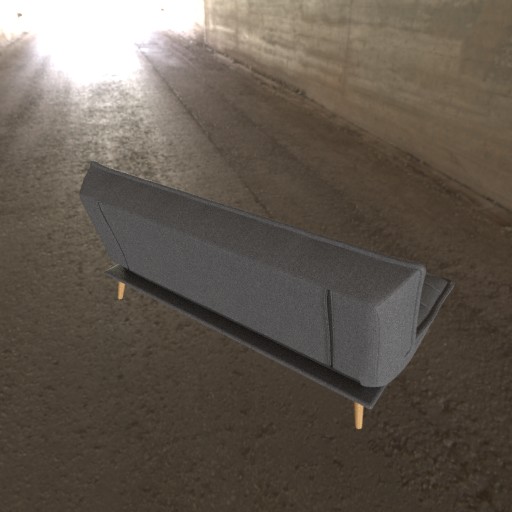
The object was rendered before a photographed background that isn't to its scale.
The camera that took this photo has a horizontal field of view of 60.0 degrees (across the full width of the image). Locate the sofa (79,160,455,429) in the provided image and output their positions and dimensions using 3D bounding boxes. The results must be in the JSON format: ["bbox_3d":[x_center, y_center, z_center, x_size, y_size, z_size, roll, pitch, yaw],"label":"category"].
[{"bbox_3d":[0.000,0.000,2.491,1.940,0.890,0.950,21,36,31],"label":"sofa"}]
